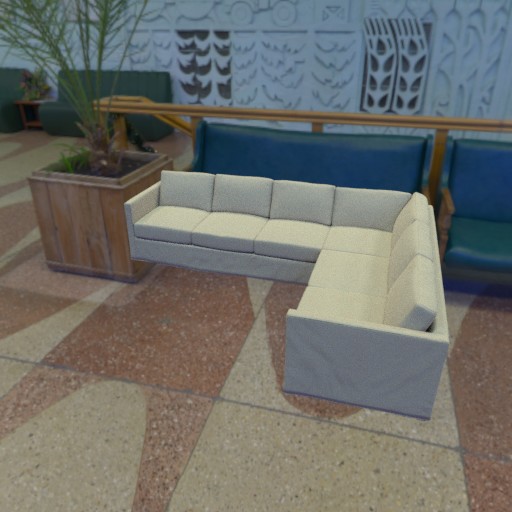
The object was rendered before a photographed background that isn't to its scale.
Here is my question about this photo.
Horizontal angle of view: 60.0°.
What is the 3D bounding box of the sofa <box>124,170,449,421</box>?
[{"bbox_3d":[0.000,0.000,4.196,3.182,0.871,2.432,8,28,15],"label":"sofa"}]
